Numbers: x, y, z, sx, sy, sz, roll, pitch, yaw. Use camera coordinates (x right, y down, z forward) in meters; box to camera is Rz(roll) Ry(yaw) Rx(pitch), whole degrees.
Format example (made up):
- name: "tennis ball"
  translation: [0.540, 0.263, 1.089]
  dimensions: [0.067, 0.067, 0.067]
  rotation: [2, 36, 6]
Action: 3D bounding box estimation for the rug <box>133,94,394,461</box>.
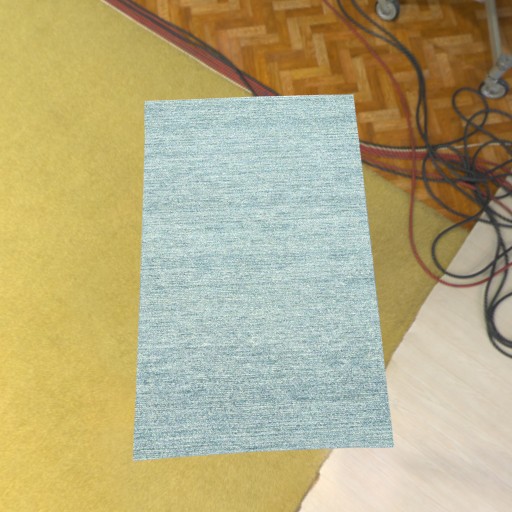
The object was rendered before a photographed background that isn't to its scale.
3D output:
- name: "rug"
  translation: [0.000, 0.000, 2.230]
  dimensions: [1.174, 0.022, 1.853]
  rotation: [-2, 74, -1]
